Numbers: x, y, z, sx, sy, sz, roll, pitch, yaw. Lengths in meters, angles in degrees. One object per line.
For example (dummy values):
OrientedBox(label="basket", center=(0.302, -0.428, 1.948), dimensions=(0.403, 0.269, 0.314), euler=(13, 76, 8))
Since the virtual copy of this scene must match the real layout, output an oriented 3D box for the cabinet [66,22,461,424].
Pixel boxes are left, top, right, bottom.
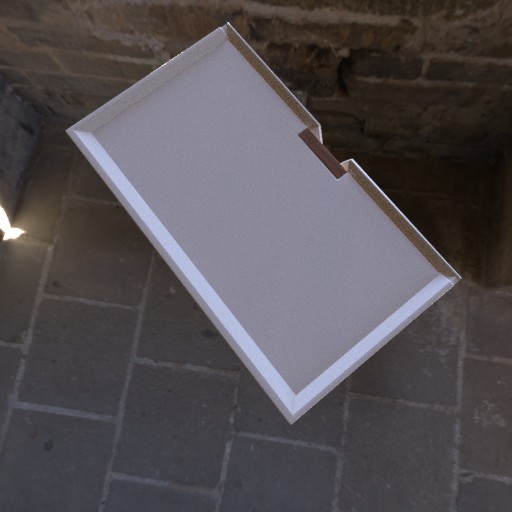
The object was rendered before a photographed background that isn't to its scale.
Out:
OrientedBox(label="cabinet", center=(0.000, 0.000, 1.085), dimensions=(0.344, 0.772, 0.591), euler=(-38, 80, -8))
